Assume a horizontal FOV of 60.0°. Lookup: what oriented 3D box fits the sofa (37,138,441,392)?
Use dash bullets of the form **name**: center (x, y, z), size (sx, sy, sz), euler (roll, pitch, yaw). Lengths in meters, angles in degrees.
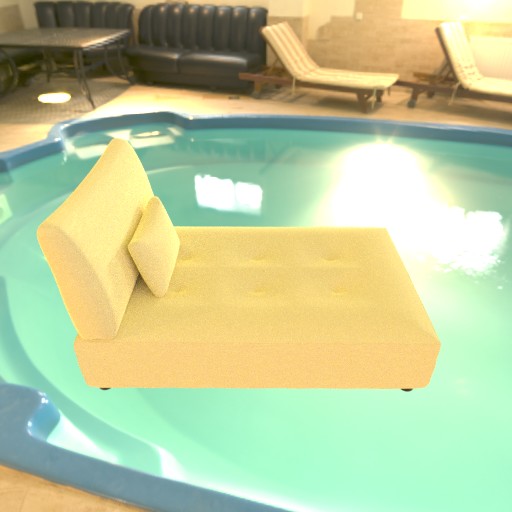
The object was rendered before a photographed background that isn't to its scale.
- **sofa**: center (0.000, 0.000, 2.020), size (1.450, 0.820, 0.930), euler (0, 34, 0)
